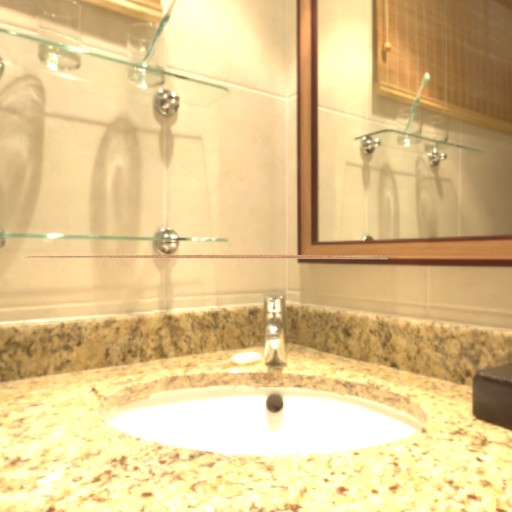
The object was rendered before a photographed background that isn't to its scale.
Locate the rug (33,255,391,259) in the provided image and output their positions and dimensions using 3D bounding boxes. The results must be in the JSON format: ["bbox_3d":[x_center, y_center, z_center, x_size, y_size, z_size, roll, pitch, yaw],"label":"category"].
[{"bbox_3d":[0.000,0.000,4.227,2.451,0.008,3.143,0,0,17],"label":"rug"}]
